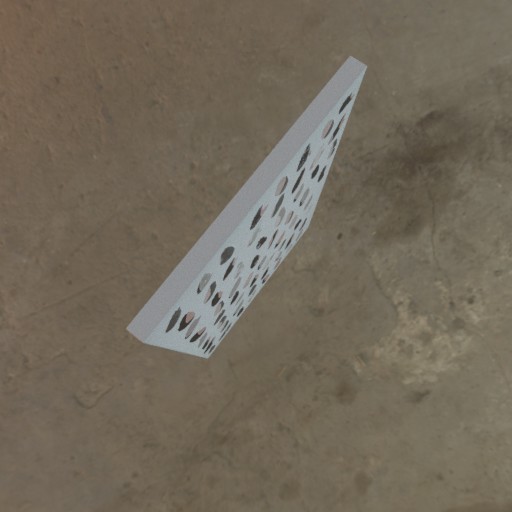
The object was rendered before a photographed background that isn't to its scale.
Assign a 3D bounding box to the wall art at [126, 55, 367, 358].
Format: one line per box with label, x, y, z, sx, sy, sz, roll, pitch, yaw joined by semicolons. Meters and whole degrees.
wall art;0.000;0.000;1.175;0.037;0.916;0.610;36;78;9
